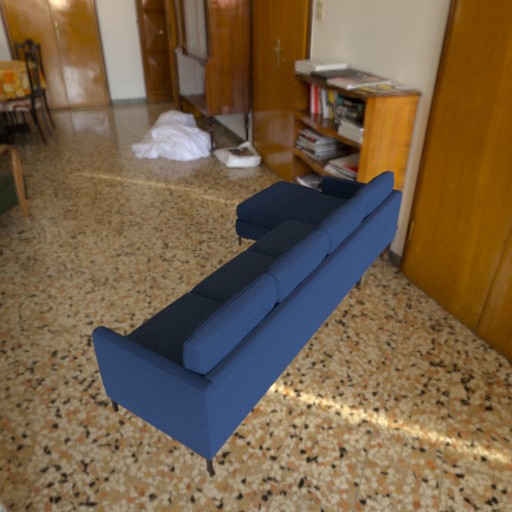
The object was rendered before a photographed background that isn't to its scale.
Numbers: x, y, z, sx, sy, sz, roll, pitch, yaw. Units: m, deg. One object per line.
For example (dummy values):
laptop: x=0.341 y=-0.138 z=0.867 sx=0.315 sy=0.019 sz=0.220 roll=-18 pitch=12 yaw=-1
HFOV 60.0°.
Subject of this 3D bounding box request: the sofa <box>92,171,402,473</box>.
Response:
sofa: x=0.000 y=0.000 z=2.869 sx=1.128 sy=0.679 sz=2.450 roll=18 pitch=35 yaw=28
